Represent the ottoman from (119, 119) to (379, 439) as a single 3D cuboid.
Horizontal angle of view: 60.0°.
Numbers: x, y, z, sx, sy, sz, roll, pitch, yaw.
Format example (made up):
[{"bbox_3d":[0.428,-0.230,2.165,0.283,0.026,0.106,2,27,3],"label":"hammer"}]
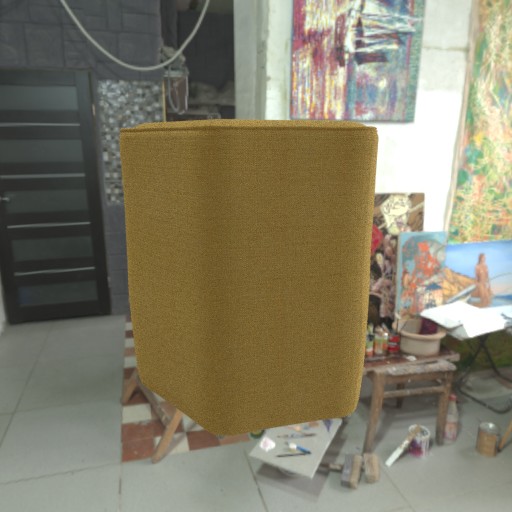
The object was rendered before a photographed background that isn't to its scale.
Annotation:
[{"bbox_3d":[0.000,0.000,0.879,0.443,0.502,0.494,-14,20,-43],"label":"ottoman"}]
